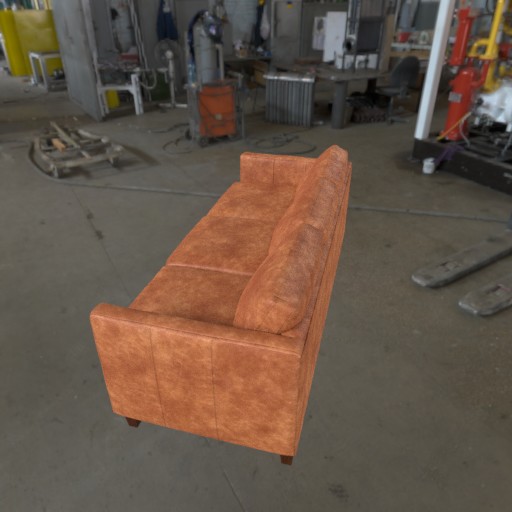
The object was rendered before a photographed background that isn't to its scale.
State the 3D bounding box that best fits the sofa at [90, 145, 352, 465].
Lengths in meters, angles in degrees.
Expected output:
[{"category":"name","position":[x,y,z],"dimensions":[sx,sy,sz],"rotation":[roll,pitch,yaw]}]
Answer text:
[{"category":"sofa","position":[0.000,0.000,3.049],"dimensions":[1.045,1.006,2.464],"rotation":[8,32,13]}]
